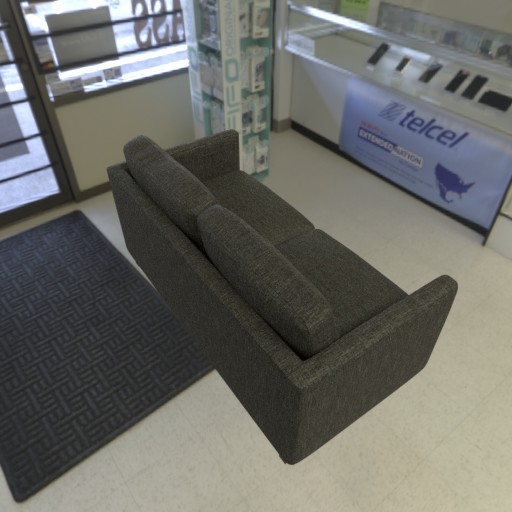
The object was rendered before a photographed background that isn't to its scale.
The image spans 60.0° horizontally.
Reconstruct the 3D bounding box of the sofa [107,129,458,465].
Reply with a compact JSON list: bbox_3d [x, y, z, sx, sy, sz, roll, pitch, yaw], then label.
[{"bbox_3d":[0.000,0.000,2.492,0.950,0.963,1.884,-25,47,-25],"label":"sofa"}]
